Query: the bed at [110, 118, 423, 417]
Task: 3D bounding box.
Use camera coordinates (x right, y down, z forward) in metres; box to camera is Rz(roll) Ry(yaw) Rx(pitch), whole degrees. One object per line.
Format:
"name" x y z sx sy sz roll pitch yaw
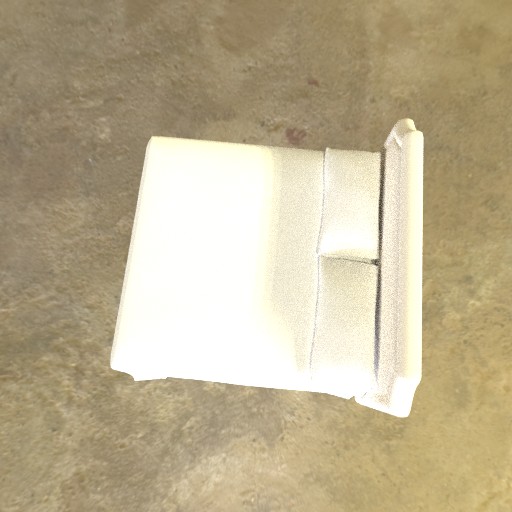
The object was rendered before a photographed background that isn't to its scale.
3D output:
"bed" 0.000 0.000 3.540 2.204 1.301 2.160 5 76 1
